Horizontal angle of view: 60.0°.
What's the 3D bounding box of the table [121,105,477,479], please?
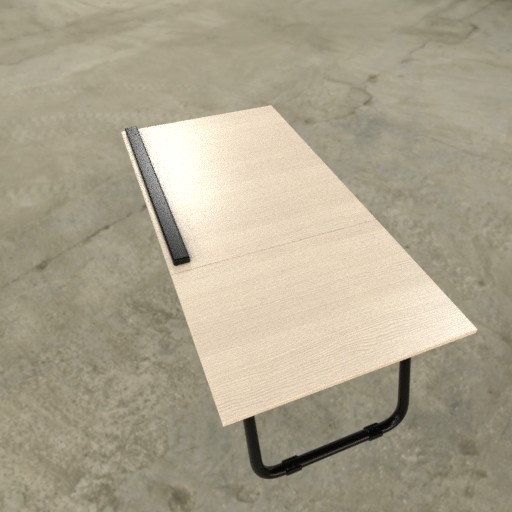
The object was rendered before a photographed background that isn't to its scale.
[{"bbox_3d":[0.000,0.000,0.781,0.322,0.242,0.644,-15,46,-15],"label":"table"}]
